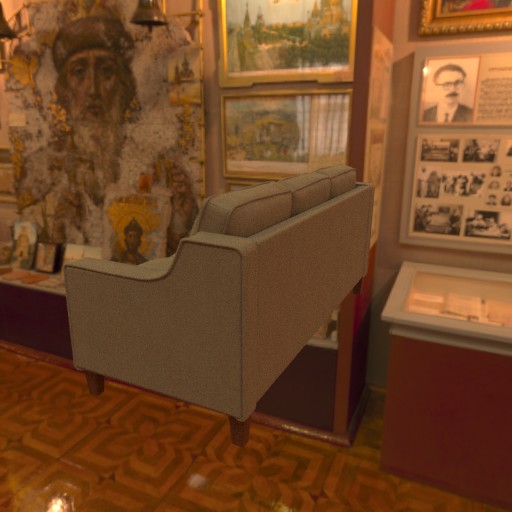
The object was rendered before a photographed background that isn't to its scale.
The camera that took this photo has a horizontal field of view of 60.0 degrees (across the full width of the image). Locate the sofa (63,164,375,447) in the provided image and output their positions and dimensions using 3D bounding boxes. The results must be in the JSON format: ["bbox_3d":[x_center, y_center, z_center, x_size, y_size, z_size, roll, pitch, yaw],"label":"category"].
[{"bbox_3d":[0.000,0.000,2.608,0.911,0.974,1.986,8,18,26],"label":"sofa"}]
